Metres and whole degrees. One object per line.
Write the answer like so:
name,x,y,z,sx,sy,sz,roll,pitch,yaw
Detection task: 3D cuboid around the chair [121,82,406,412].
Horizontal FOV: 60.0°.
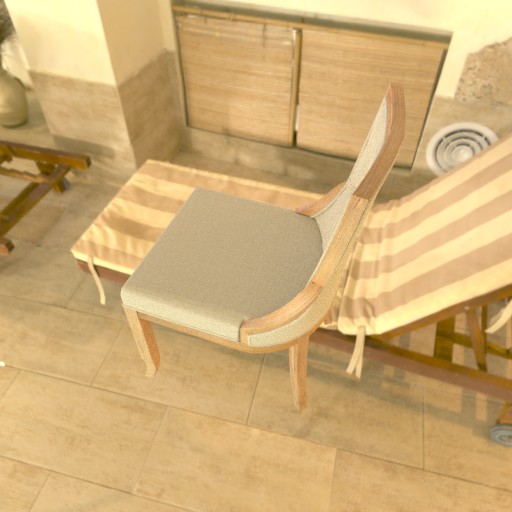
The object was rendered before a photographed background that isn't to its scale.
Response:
chair,0.000,0.000,1.316,0.641,0.947,0.524,15,48,14
